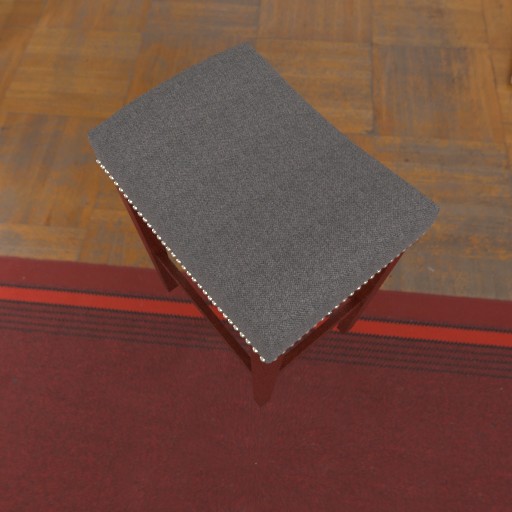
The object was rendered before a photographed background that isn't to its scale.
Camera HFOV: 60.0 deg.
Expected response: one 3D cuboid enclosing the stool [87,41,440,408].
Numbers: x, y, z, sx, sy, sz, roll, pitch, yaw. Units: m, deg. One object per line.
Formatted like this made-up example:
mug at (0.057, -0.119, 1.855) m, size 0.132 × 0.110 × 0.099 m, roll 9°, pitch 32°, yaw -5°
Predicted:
stool at (0.000, 0.000, 1.042) m, size 0.372 × 0.742 × 0.504 m, roll -37°, pitch 70°, yaw -16°
